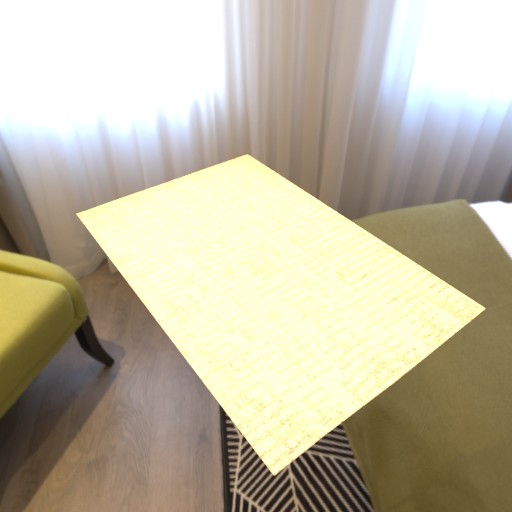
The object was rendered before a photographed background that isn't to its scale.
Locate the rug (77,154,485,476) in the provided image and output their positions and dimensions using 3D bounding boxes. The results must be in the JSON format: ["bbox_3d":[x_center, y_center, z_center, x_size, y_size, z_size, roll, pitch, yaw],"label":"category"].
[{"bbox_3d":[0.000,0.000,2.259,1.211,0.007,1.827,-26,47,-27],"label":"rug"}]
